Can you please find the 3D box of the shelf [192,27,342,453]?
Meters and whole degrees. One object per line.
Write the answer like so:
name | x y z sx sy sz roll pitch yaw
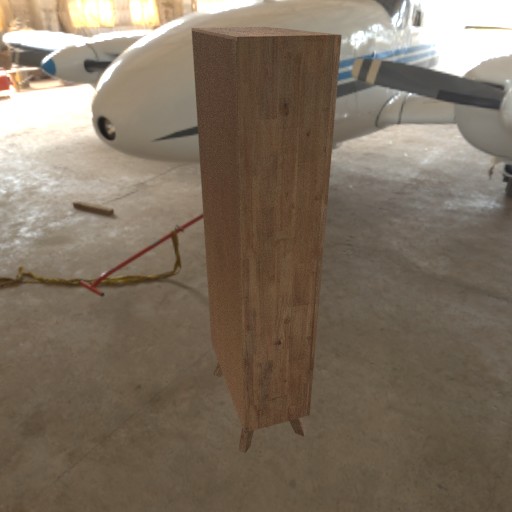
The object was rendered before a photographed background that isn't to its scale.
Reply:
shelf | 0.000 0.000 1.480 0.267 1.342 0.491 -9 30 -16
